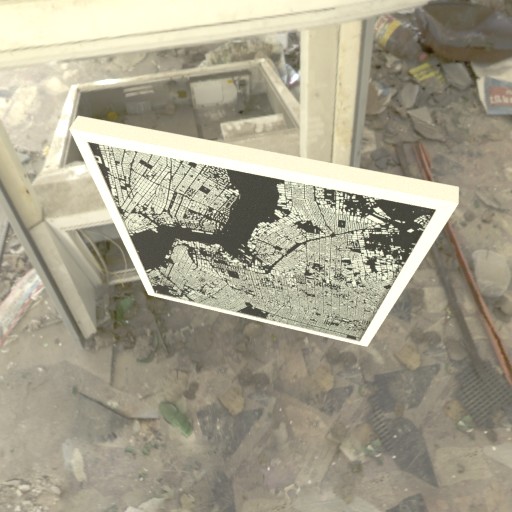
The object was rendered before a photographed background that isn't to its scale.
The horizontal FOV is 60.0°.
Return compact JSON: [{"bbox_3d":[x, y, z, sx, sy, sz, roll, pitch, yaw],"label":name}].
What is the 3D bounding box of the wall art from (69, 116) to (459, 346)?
[{"bbox_3d":[0.000,0.000,1.179,0.761,0.762,0.050,12,60,7],"label":"wall art"}]
